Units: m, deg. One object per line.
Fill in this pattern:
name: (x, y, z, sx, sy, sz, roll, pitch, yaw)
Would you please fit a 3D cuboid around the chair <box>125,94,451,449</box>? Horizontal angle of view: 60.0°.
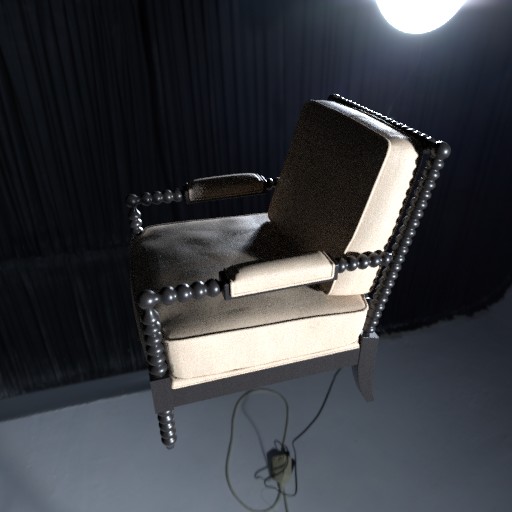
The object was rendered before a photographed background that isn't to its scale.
chair: (0.000, 0.000, 1.173, 0.657, 0.703, 0.555, -9, 32, -14)
